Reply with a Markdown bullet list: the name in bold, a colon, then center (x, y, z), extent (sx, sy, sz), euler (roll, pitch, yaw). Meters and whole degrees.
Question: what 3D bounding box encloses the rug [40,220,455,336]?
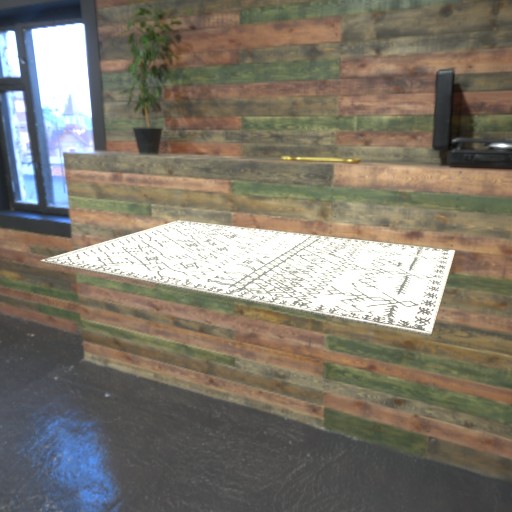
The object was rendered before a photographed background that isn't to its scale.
- **rug**: center (0.000, 0.000, 3.067), extent (2.444, 0.012, 1.526), euler (8, 18, 26)
